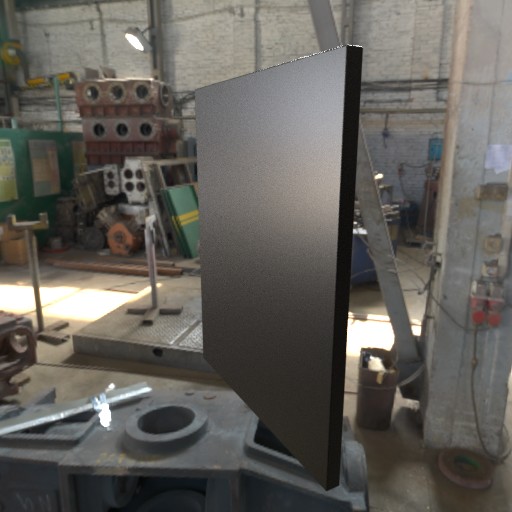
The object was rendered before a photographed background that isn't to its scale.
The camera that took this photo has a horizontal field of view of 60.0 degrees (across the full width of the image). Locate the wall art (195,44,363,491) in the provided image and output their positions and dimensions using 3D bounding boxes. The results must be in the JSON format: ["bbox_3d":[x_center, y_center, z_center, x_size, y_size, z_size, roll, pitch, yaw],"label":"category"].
[{"bbox_3d":[0.000,0.000,1.555,0.053,1.194,0.950,-8,16,-28],"label":"wall art"}]
